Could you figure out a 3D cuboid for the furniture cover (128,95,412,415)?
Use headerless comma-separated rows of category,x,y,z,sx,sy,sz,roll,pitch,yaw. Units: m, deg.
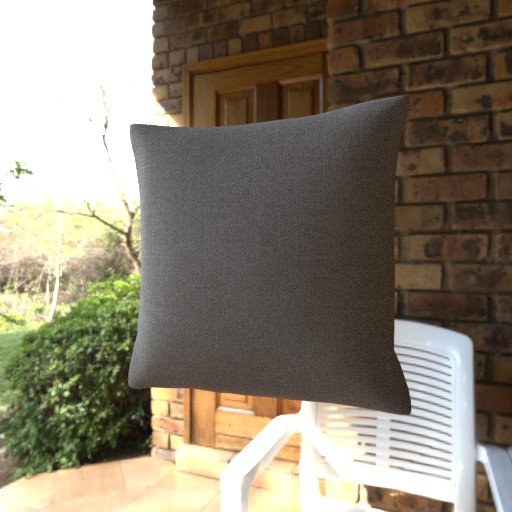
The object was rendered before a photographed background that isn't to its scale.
furniture cover,0.000,0.000,0.770,0.511,0.503,0.162,0,0,17
